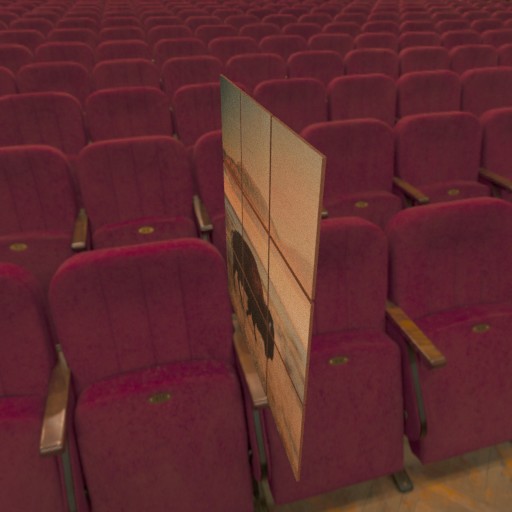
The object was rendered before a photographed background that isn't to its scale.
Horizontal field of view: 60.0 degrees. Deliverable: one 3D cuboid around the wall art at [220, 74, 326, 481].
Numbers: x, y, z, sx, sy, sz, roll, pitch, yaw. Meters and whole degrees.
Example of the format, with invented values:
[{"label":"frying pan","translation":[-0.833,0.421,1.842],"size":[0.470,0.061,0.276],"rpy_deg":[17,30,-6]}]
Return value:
[{"label":"wall art","translation":[0.000,0.000,2.285],"size":[0.019,1.532,1.533],"rpy_deg":[-8,32,-13]}]
